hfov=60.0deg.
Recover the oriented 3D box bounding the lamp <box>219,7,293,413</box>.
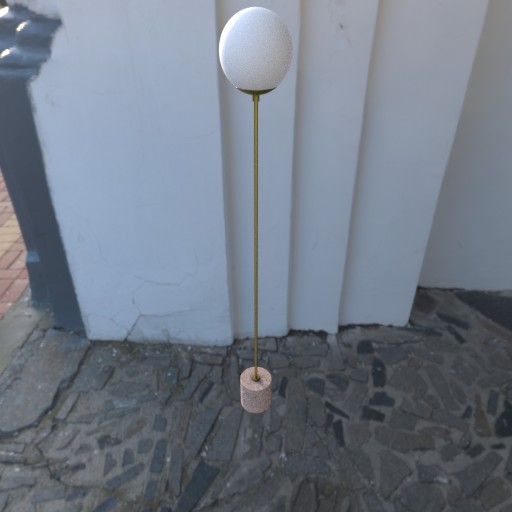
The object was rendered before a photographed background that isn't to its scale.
[{"bbox_3d":[0.000,0.000,1.782,0.229,1.748,0.229,10,34,15],"label":"lamp"}]
